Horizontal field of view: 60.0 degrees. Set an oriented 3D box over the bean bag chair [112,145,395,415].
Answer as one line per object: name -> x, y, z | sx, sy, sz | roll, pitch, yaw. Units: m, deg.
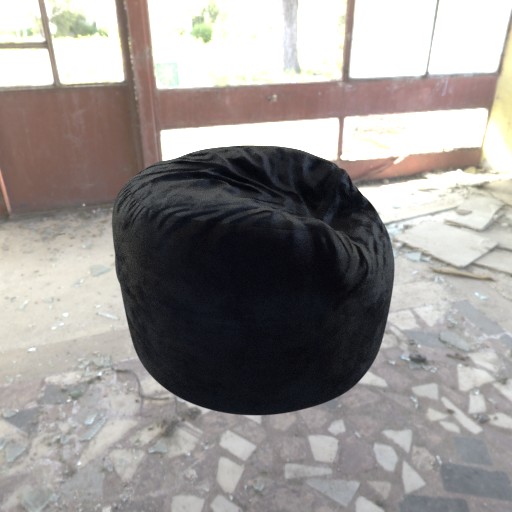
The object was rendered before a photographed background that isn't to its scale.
bean bag chair -> 0.000, 0.000, 1.511 | 0.918, 0.616, 0.918 | 0, 28, 0
